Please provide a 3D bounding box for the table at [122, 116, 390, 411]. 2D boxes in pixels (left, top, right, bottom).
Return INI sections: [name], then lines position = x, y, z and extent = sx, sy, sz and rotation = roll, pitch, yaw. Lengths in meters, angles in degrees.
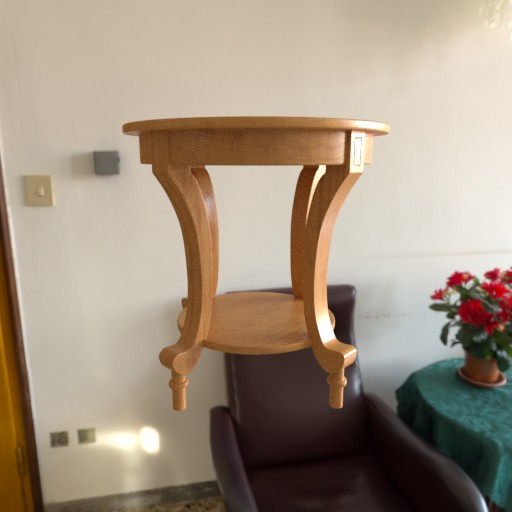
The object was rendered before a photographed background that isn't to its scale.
[table]
position = 0.000, 0.000, 1.097
extent = 0.597, 0.612, 0.597
rotation = 0, 13, 0
